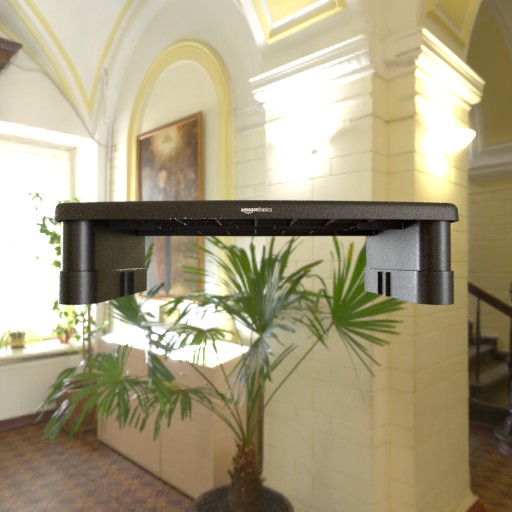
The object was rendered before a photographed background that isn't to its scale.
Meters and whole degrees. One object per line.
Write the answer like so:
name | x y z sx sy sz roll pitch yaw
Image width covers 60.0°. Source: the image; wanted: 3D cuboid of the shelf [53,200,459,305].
shelf | 0.000 0.000 0.544 0.410 0.100 0.280 0 -1 0
